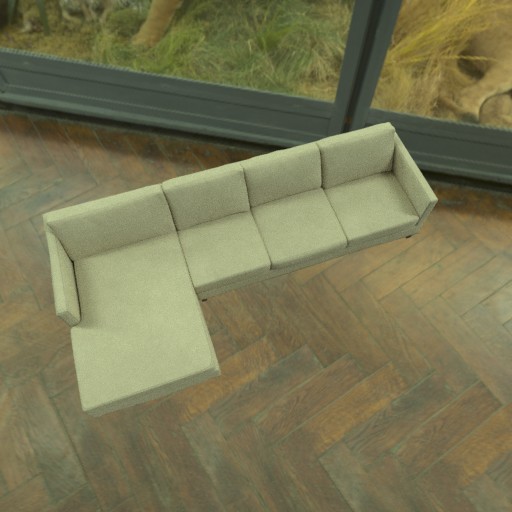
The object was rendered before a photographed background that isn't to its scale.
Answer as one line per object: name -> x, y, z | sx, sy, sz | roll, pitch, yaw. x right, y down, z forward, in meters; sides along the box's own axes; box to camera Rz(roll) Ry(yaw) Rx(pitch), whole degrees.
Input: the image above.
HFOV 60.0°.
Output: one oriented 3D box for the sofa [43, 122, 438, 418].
sofa -> 0.000, 0.000, 3.750 | 3.186, 0.846, 1.625 | -17, 64, -8
